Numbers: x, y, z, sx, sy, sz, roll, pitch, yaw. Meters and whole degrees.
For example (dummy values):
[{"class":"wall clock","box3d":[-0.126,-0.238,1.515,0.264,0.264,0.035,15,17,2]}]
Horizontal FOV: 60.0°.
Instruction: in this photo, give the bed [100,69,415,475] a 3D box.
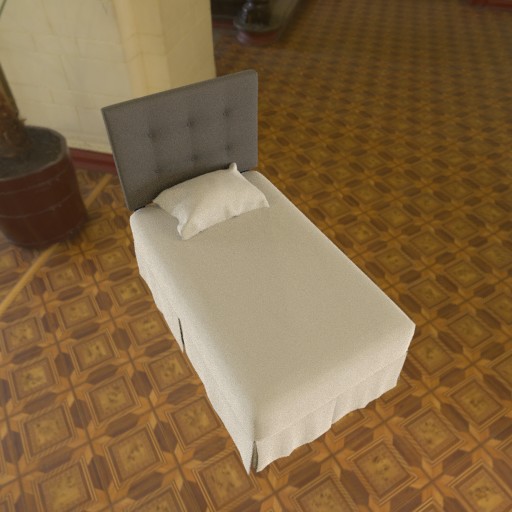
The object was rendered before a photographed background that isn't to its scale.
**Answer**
[{"class":"bed","box3d":[0.000,0.000,2.986,1.261,1.571,1.997,-24,51,-21]}]
